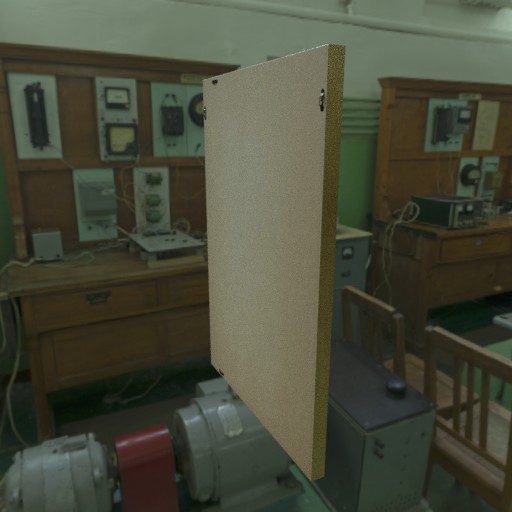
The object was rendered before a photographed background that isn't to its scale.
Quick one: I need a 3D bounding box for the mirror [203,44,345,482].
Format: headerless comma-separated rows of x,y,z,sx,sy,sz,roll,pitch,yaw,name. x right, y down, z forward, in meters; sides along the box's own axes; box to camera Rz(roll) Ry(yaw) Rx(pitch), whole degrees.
0.000,0.000,1.156,0.041,0.915,0.609,-8,17,-26,mirror
